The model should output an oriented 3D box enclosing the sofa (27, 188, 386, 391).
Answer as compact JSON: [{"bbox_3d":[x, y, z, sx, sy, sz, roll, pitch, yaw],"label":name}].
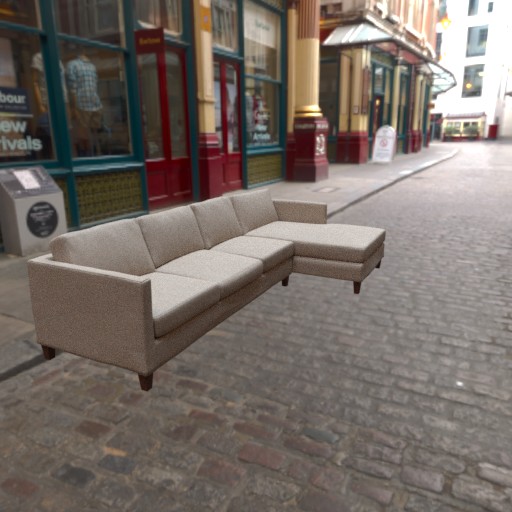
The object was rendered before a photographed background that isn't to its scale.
[{"bbox_3d":[0.000,0.000,3.832,1.625,0.846,3.186,8,17,26],"label":"sofa"}]
